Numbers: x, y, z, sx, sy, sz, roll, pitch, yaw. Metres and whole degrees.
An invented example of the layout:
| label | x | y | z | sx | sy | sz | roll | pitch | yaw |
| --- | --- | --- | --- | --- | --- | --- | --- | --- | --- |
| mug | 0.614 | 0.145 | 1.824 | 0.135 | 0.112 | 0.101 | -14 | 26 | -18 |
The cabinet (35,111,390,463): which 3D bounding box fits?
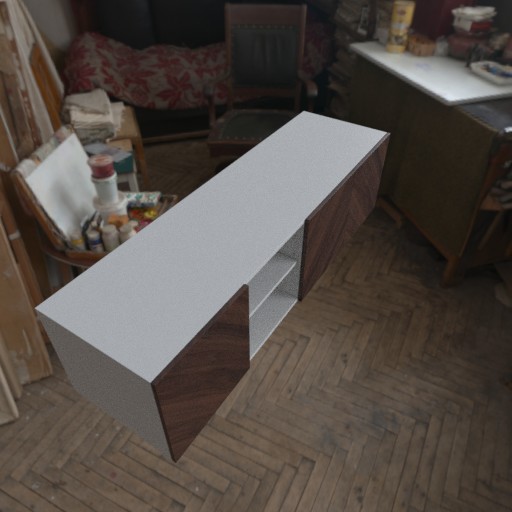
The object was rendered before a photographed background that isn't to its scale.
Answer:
| label | x | y | z | sx | sy | sz | roll | pitch | yaw |
| --- | --- | --- | --- | --- | --- | --- | --- | --- | --- |
| cabinet | 0.000 | 0.000 | 1.737 | 0.431 | 0.533 | 1.499 | 23 | 47 | 24 |
